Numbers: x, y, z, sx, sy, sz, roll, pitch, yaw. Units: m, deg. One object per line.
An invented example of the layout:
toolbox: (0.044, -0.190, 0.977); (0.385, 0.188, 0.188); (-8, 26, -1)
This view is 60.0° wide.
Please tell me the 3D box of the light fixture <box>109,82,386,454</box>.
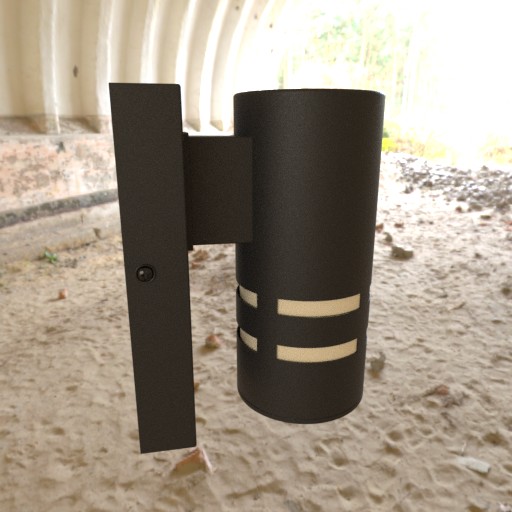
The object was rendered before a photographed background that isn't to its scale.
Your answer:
light fixture: (0.000, 0.000, 0.258); (0.138, 0.179, 0.098); (-3, 16, -10)
